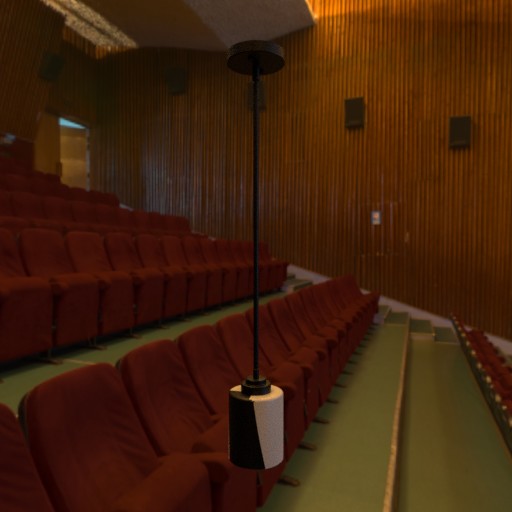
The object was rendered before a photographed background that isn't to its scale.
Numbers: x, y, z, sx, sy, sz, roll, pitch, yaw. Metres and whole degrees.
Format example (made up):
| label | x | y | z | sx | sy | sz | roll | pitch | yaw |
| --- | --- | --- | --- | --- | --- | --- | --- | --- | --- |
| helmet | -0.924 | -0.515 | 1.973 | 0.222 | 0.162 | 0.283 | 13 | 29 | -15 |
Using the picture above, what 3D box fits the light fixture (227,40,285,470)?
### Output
| label | x | y | z | sx | sy | sz | roll | pitch | yaw |
| --- | --- | --- | --- | --- | --- | --- | --- | --- | --- |
| light fixture | 0.000 | 0.000 | 0.949 | 0.123 | 0.863 | 0.123 | 0 | 0 | 19 |
